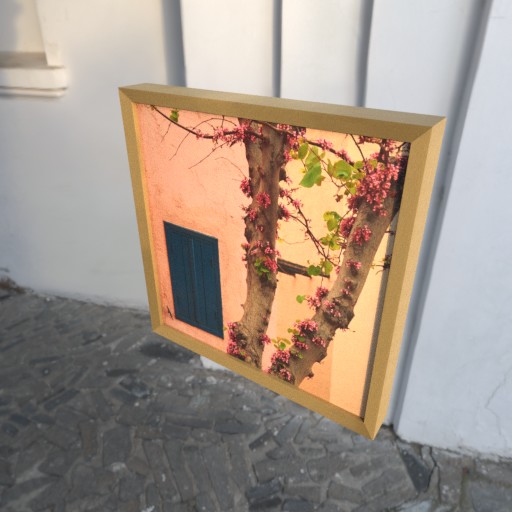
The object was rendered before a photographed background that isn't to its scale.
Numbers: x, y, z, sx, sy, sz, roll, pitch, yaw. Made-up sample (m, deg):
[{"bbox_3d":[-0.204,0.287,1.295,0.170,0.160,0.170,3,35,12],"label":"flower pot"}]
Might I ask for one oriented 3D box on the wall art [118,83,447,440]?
[{"bbox_3d":[0.000,0.000,0.452,0.304,0.305,0.038,18,34,29],"label":"wall art"}]
